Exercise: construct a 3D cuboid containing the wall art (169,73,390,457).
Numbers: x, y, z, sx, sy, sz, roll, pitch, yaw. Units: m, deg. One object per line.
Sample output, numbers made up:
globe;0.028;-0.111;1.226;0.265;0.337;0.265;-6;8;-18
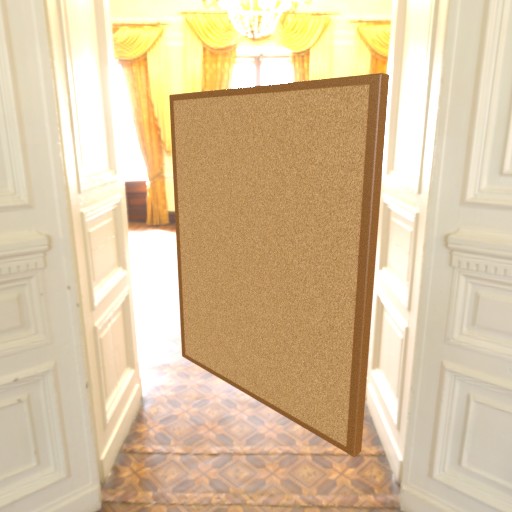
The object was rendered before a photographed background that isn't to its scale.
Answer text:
wall art;0.000;0.000;0.528;0.015;0.379;0.310;-15;21;-43
